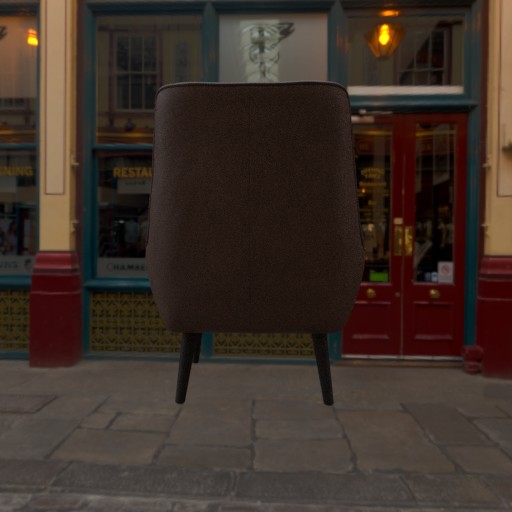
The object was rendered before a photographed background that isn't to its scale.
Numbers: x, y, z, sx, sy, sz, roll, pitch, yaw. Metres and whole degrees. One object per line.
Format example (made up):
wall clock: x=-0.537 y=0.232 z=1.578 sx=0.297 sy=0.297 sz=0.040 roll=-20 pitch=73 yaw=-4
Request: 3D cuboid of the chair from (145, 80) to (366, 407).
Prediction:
chair: x=0.000 y=0.000 z=1.494 sx=0.787 sy=0.888 sz=0.824 roll=0 pitch=0 yaw=2
